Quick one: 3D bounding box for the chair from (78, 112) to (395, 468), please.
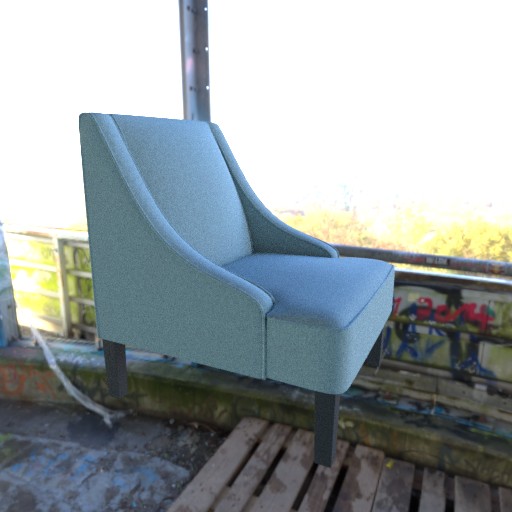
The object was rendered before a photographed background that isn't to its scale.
[{"bbox_3d":[0.000,0.000,1.858,1.025,1.133,0.857,7,16,26],"label":"chair"}]
